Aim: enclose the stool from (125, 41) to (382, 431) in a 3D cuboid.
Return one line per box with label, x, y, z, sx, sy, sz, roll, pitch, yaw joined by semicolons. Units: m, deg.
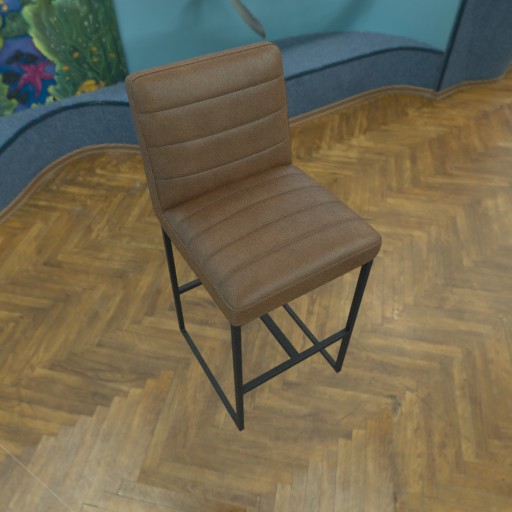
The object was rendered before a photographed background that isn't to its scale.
stool;0.000;0.000;1.355;0.458;1.040;0.556;-24;51;-21
